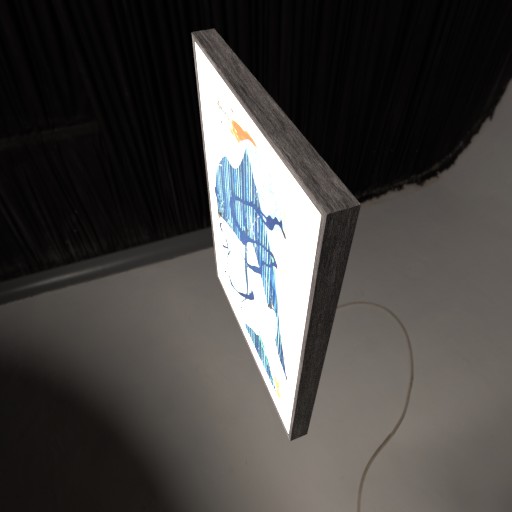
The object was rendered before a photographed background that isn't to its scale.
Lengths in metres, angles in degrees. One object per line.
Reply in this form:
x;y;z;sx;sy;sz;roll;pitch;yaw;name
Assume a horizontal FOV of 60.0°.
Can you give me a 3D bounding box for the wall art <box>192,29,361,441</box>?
0.000;0.000;1.326;0.063;1.016;0.762;-17;50;-14;wall art
